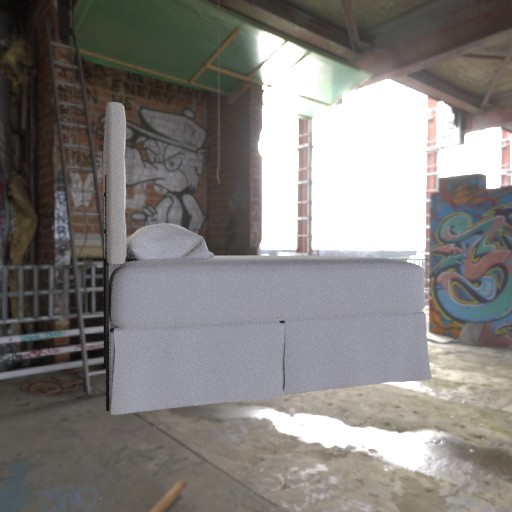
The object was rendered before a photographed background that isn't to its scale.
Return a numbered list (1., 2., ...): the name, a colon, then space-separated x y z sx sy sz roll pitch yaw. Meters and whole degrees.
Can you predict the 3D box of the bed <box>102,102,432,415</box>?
1. bed: 0.000 0.000 3.064 1.997 1.571 1.261 0 1 -20
